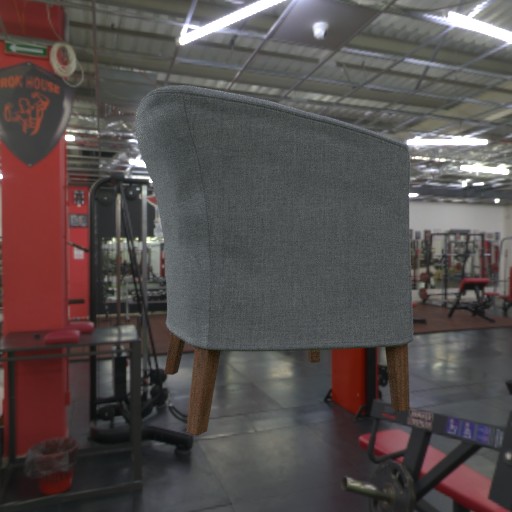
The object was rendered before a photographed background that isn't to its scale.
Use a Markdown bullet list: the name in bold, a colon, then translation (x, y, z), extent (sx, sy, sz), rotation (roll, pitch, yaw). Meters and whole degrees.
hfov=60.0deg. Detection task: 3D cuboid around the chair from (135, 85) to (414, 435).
- **chair**: translation (0.000, 0.000, 1.274), extent (0.668, 0.771, 0.600), rotation (0, 0, -17)
